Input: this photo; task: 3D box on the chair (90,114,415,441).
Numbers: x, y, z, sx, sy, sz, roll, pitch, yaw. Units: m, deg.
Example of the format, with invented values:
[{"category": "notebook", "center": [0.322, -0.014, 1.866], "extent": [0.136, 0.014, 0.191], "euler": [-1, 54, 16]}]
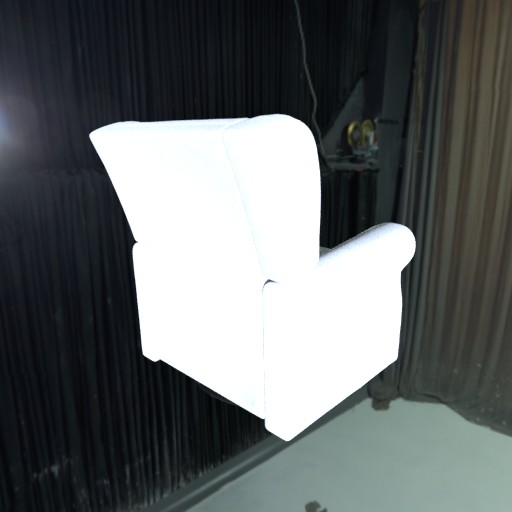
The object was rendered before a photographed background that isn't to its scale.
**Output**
[{"category": "chair", "center": [0.000, 0.000, 1.657], "extent": [0.906, 0.967, 0.854], "euler": [14, 20, 42]}]
